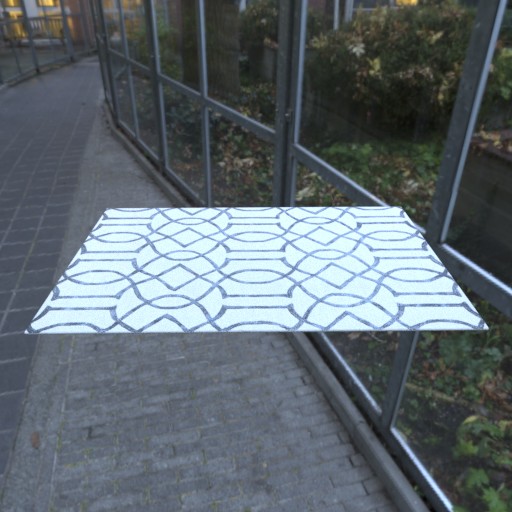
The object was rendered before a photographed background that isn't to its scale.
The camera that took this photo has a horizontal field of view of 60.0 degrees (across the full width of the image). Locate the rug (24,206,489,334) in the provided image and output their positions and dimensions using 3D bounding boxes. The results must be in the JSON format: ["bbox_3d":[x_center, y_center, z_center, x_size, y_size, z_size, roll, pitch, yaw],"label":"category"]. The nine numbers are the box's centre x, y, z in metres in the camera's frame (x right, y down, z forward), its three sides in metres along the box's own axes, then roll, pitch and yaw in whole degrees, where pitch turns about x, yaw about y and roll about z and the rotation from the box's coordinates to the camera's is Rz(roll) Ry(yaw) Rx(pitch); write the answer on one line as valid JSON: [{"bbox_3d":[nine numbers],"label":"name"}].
[{"bbox_3d":[0.000,0.000,2.902,2.365,0.017,1.521,0,30,-1],"label":"rug"}]
